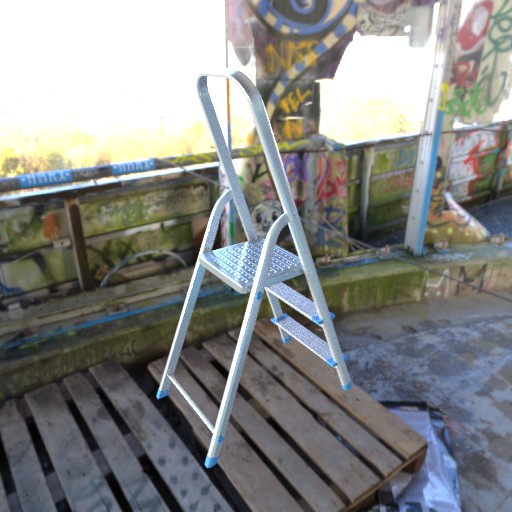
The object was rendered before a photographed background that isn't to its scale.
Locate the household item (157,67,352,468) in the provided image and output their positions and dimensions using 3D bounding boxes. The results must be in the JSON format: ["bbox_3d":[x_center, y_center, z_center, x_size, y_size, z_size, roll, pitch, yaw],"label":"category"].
[{"bbox_3d":[0.000,0.000,1.549,0.687,1.215,0.420,-16,29,-32],"label":"household item"}]
